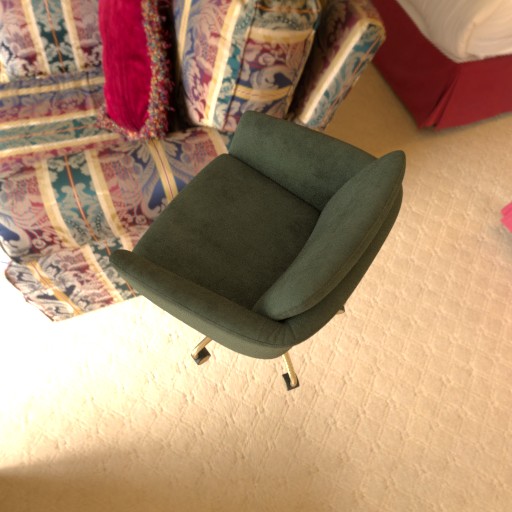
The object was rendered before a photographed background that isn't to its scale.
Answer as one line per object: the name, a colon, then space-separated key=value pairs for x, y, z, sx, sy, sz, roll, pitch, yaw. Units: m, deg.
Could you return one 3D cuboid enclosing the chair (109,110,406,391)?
chair: x=0.000 y=0.000 z=1.360 sx=0.635 sy=0.908 sz=0.641 roll=31 pitch=67 yaw=15
